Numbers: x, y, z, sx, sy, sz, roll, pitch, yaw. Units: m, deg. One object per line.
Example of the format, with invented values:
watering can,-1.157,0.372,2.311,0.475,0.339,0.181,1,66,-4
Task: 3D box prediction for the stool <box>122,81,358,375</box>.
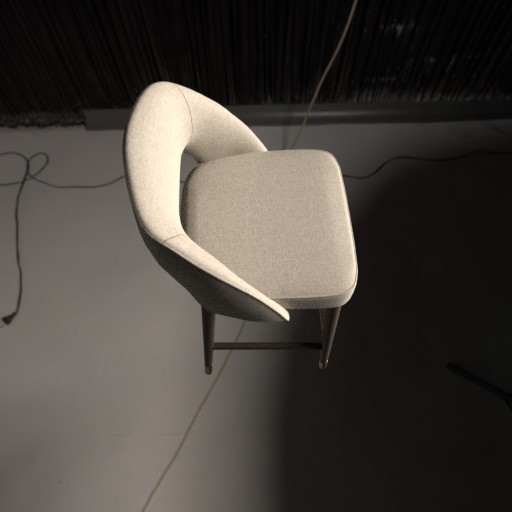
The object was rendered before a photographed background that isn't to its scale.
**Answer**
stool,0.000,0.000,1.304,0.509,1.037,0.494,-3,63,-1
